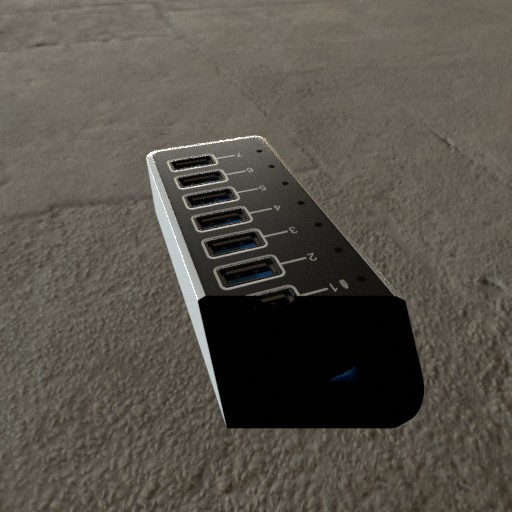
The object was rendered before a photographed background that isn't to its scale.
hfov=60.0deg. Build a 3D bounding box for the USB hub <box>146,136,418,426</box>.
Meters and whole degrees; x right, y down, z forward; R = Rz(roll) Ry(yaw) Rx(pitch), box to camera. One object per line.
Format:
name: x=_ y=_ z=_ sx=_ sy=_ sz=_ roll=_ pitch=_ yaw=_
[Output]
USB hub: x=0.000 y=0.000 z=0.129 sx=0.044 sy=0.023 sz=0.110 roll=-13 pitch=41 yaw=-15
